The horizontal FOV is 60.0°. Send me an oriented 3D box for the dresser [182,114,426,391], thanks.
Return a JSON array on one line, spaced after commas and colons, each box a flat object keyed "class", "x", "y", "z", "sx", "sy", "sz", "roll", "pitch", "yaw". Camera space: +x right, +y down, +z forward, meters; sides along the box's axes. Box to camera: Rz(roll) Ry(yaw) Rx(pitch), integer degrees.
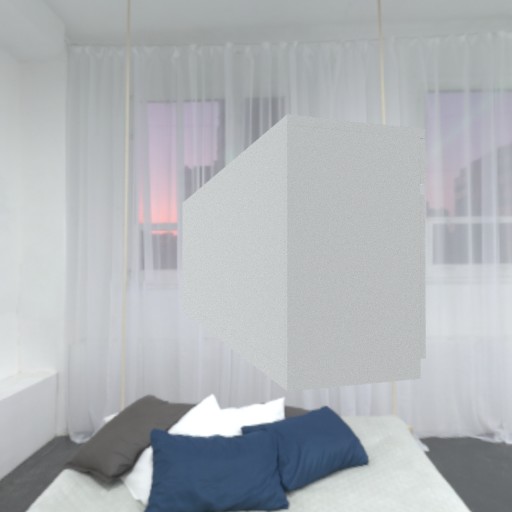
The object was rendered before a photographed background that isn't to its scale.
[{"class": "dresser", "x": 0.000, "y": 0.000, "z": 2.466, "sx": 0.500, "sy": 0.840, "sz": 2.200, "roll": 0, "pitch": -1, "yaw": -18}]
